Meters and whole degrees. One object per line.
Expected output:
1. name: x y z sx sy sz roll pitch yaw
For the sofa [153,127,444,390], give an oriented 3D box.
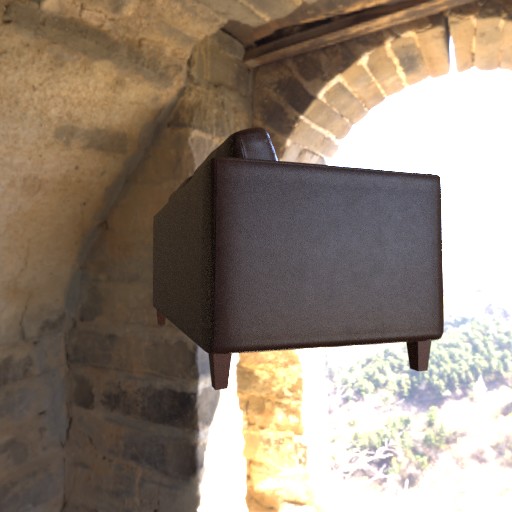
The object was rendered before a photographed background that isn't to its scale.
1. sofa: 0.000 0.000 2.433 0.951 0.933 1.883 0 -1 -19
